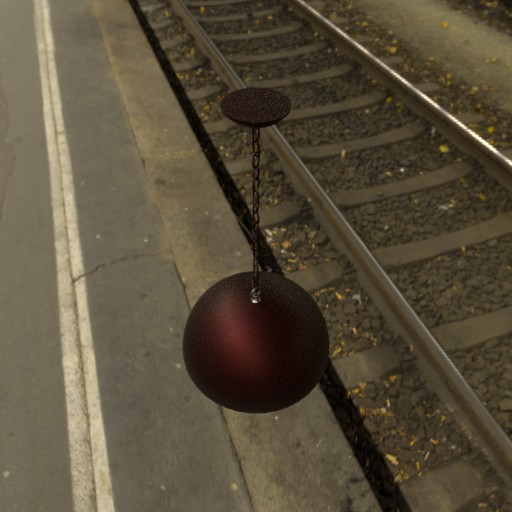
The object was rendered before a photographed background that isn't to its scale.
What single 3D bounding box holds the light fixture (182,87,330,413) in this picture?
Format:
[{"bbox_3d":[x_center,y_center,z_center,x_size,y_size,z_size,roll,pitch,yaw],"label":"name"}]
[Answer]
[{"bbox_3d":[0.000,0.000,1.183,0.492,0.869,0.492,-33,55,-27],"label":"light fixture"}]
